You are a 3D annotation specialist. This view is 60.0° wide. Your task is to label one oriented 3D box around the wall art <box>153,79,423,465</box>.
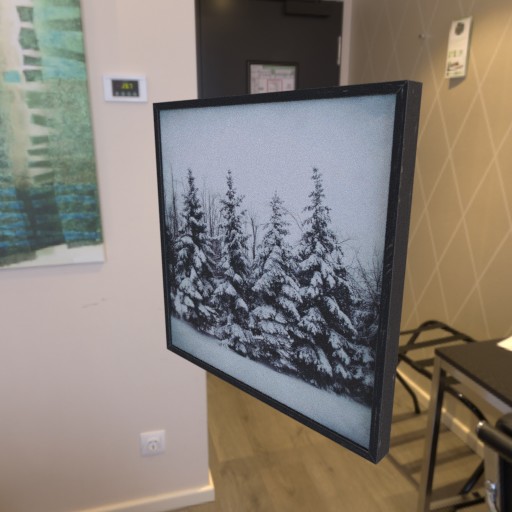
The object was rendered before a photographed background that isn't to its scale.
[{"bbox_3d":[0.000,0.000,0.738,0.506,0.506,0.036,14,21,42],"label":"wall art"}]
